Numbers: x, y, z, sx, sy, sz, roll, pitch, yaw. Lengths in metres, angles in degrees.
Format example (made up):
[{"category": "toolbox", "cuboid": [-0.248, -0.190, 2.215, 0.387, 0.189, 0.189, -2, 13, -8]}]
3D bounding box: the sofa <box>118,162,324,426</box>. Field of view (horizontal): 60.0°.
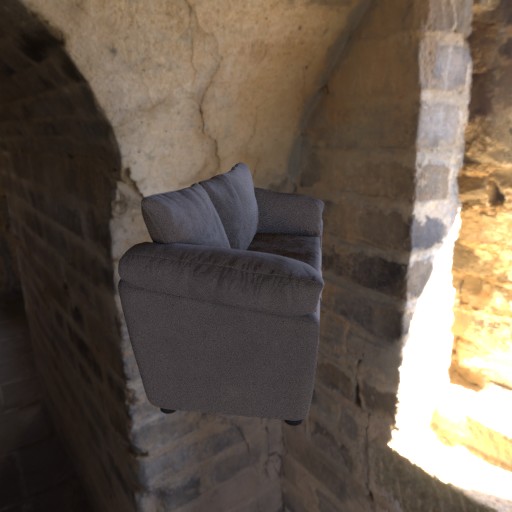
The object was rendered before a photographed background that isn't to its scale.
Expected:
[{"category": "sofa", "cuboid": [0.000, 0.000, 2.917, 0.878, 1.073, 2.336, 2, 16, 8]}]
